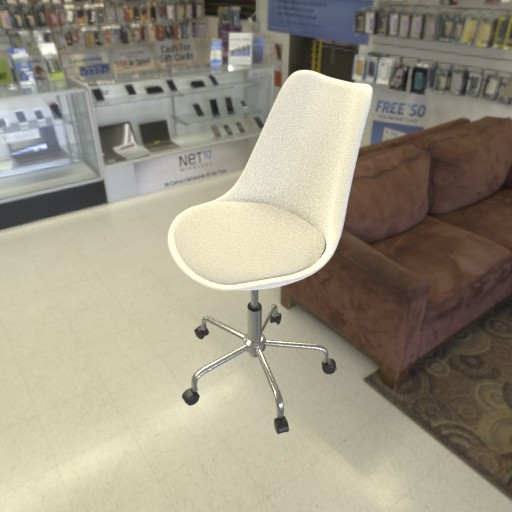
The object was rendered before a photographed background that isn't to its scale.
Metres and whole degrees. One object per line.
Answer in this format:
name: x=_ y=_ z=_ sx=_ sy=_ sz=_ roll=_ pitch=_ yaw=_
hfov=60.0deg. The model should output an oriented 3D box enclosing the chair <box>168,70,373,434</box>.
chair: x=0.000 y=0.000 z=1.291 sx=0.550 sy=0.930 sz=0.550 roll=-20 pitch=38 yaw=-28
